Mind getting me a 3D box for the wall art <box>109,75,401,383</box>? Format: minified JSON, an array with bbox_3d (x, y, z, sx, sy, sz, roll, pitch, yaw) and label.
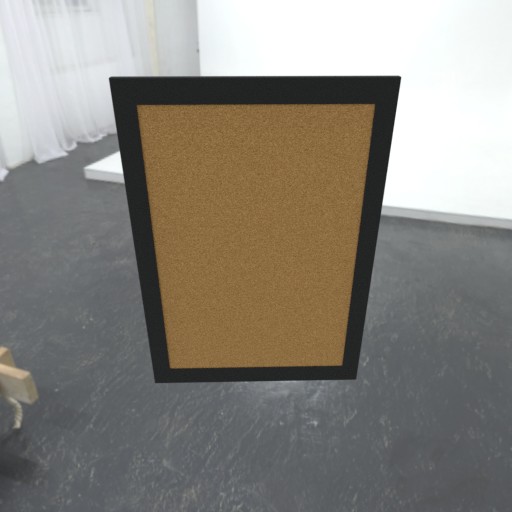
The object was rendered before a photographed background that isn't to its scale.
[{"bbox_3d":[0.000,0.000,0.699,0.374,0.529,0.012,-1,29,-1],"label":"wall art"}]
